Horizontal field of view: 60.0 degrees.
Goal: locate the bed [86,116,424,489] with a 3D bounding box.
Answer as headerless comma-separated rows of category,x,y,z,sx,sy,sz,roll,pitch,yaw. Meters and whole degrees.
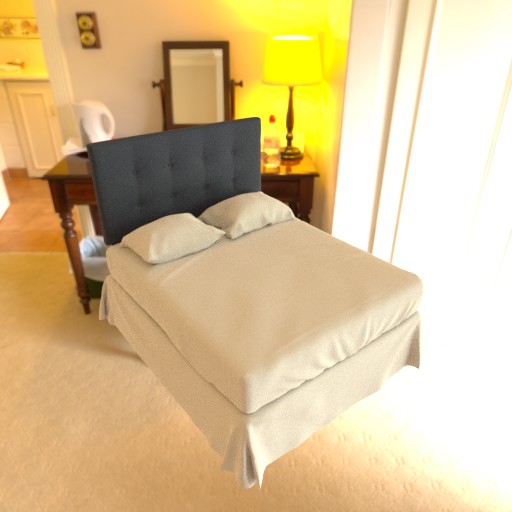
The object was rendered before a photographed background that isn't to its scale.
bed,0.000,0.000,3.407,1.936,1.577,2.222,-21,35,-33
